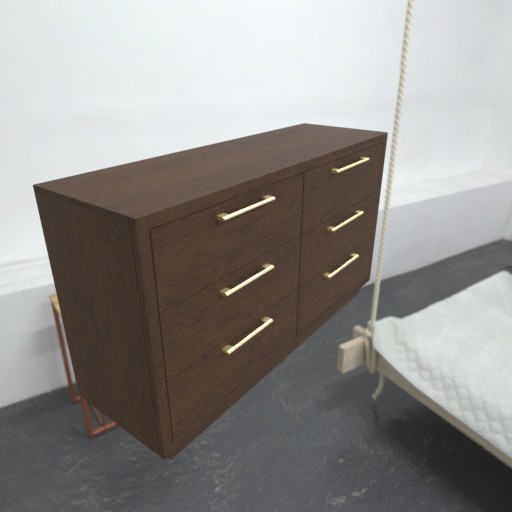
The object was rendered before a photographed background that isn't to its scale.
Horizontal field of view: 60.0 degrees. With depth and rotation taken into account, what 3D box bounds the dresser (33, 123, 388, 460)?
[{"bbox_3d":[0.000,0.000,1.917,0.512,0.889,1.523,18,31,34],"label":"dresser"}]
